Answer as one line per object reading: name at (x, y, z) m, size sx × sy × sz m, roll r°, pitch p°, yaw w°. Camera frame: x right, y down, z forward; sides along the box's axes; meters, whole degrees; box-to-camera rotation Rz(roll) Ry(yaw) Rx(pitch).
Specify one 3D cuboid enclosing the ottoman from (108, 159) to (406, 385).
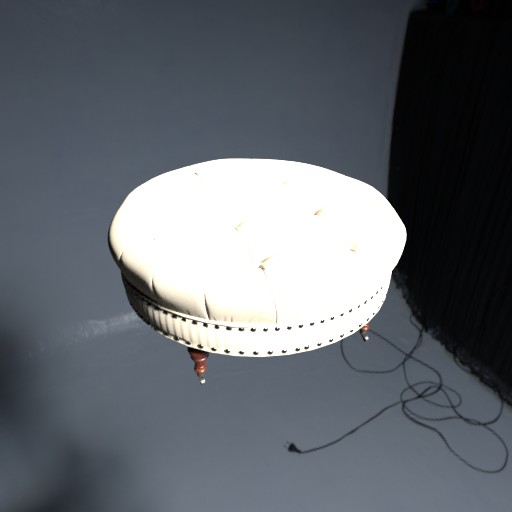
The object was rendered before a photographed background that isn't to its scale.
ottoman at (0.000, 0.000, 1.451) m, size 0.901 × 0.439 × 0.901 m, roll 0°, pitch 30°, yaw 0°
